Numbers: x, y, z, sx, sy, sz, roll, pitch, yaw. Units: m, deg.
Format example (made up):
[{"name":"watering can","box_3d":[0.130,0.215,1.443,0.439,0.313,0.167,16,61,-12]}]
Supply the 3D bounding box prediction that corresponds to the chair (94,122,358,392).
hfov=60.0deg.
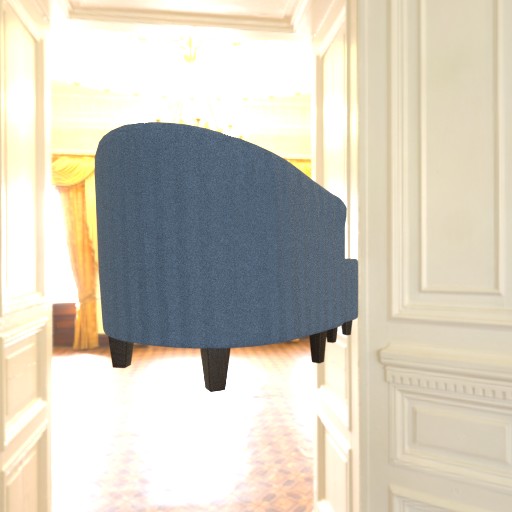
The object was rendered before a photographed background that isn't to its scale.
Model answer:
[{"name":"chair","box_3d":[0.000,0.000,1.772,0.756,0.757,1.288,0,0,37]}]
